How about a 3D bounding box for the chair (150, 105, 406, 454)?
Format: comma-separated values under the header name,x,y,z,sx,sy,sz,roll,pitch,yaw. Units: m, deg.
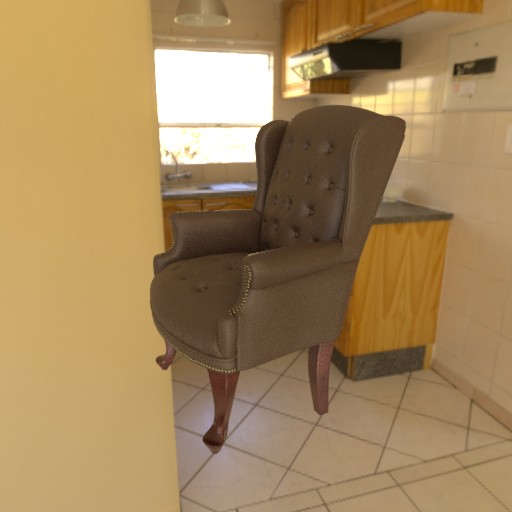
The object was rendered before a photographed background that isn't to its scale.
name,x,y,z,sx,sy,sz,roll,pitch,yaw
chair,0.000,0.000,1.733,0.819,1.132,0.829,-8,18,-26
